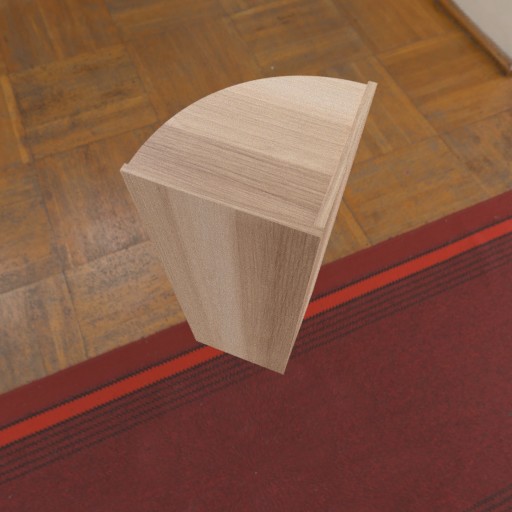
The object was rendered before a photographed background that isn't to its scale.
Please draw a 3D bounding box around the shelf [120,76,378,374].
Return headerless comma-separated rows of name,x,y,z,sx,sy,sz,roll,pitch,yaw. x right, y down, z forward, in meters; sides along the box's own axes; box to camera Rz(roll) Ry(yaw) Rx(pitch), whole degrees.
shelf,0.000,0.000,1.037,0.290,0.872,0.290,19,65,9
